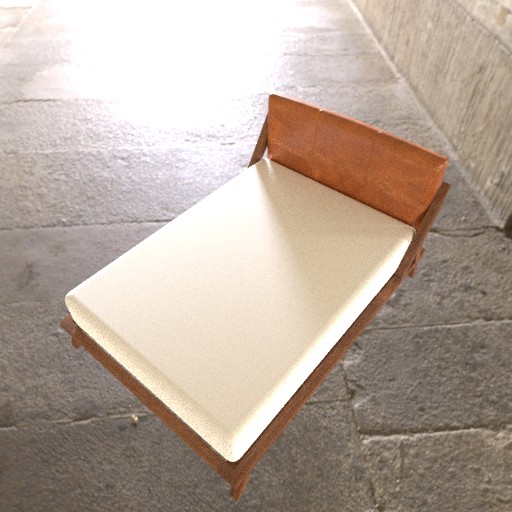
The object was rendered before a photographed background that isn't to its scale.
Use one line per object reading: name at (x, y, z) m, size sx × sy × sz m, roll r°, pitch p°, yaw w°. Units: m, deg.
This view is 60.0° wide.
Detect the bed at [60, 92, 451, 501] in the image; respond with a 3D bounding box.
bed at (0.000, 0.000, 3.129) m, size 1.651 × 1.168 × 2.311 m, roll 31°, pitch 54°, yaw 26°
